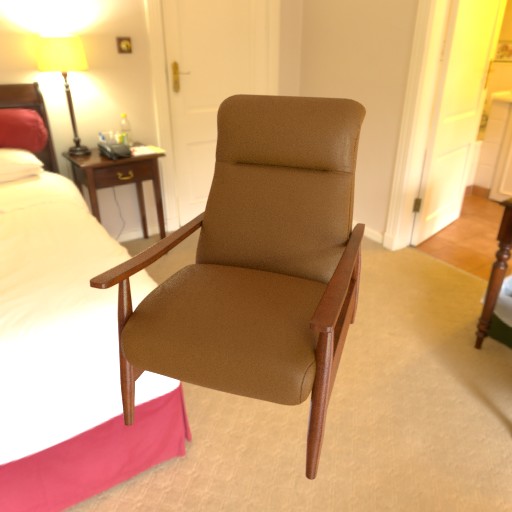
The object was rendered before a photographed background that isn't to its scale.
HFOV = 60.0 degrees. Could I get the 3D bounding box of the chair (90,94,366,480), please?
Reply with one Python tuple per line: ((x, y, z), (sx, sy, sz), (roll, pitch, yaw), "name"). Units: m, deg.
((0.000, 0.000, 1.729), (0.762, 1.082, 1.014), (9, 28, 17), "chair")
